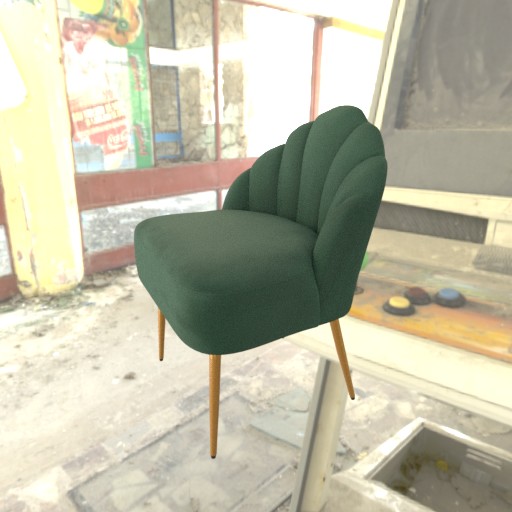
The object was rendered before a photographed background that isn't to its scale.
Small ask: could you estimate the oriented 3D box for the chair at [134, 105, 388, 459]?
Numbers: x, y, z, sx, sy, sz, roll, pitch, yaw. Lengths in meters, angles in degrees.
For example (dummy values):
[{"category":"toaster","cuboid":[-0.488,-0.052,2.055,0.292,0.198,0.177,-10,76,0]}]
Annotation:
[{"category":"chair","cuboid":[0.000,0.000,1.263,0.599,0.819,0.657,-8,19,-25]}]
